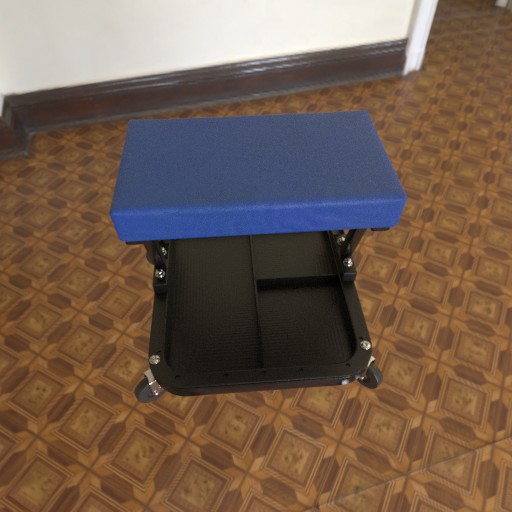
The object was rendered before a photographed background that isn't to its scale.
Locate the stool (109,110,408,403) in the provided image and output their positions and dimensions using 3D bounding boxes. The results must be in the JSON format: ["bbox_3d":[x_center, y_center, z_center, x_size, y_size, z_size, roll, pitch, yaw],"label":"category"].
[{"bbox_3d":[0.000,0.000,0.736,0.446,0.380,0.371,-3,48,-3],"label":"stool"}]
